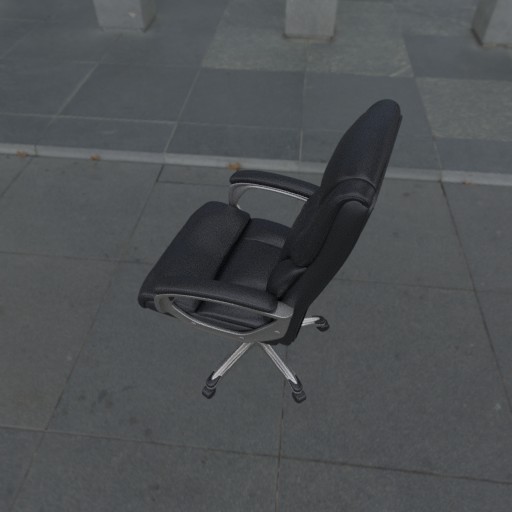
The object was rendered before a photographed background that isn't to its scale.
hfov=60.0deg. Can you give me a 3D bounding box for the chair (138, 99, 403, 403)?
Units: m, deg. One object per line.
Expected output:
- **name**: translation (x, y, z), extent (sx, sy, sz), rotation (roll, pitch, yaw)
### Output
- **chair**: translation (0.000, 0.000, 1.597), extent (0.739, 1.155, 0.663), rotation (16, 49, 14)
